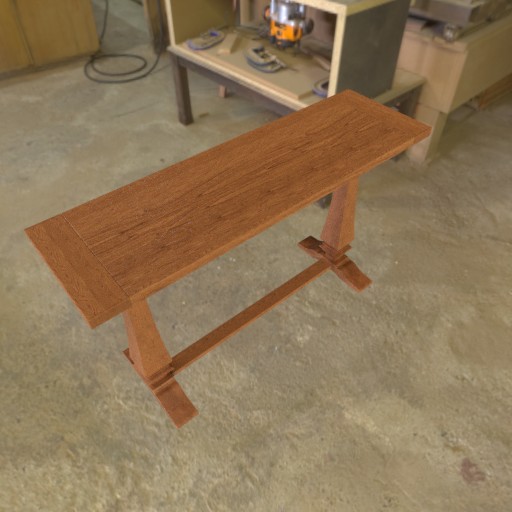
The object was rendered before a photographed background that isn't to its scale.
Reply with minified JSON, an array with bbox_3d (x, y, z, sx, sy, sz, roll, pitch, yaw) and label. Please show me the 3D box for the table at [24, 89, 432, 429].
[{"bbox_3d":[0.000,0.000,1.872,1.478,0.852,0.461,-31,53,-27],"label":"table"}]
